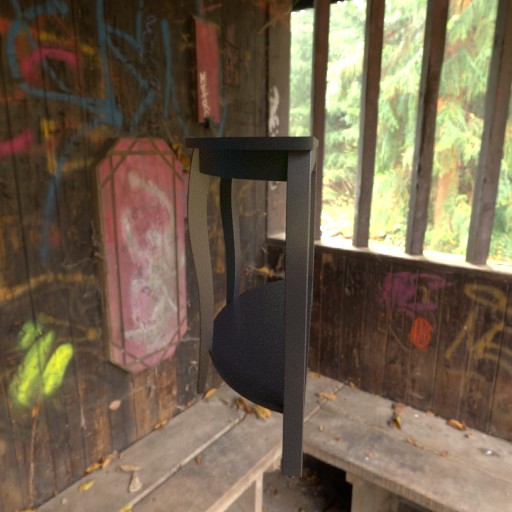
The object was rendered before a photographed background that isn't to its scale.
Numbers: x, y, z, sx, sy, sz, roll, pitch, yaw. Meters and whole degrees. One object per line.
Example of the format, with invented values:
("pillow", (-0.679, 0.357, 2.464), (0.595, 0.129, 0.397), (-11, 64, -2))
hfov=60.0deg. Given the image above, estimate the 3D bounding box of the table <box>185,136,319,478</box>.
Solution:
("table", (0.000, 0.000, 1.531), (0.394, 0.780, 1.219), (2, 14, 8))
